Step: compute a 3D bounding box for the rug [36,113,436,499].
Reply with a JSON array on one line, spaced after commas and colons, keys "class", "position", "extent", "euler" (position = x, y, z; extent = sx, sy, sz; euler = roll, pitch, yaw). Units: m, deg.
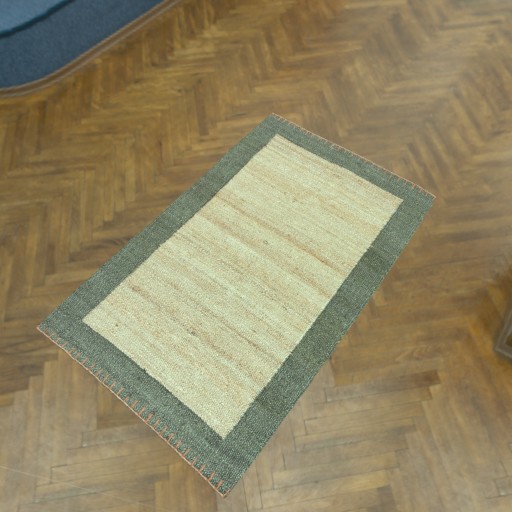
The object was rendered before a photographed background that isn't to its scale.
[{"class": "rug", "position": [0.000, 0.000, 2.945], "extent": [1.521, 0.006, 2.435], "euler": [33, 64, 19]}]
